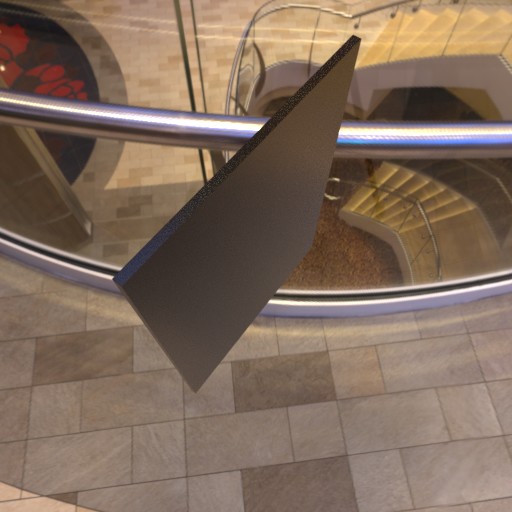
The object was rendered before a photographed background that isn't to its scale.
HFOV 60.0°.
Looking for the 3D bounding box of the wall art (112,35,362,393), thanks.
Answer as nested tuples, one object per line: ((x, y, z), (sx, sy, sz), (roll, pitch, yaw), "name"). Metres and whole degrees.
((0.000, 0.000, 0.763), (0.013, 0.582, 0.442), (34, 68, 16), "wall art")
